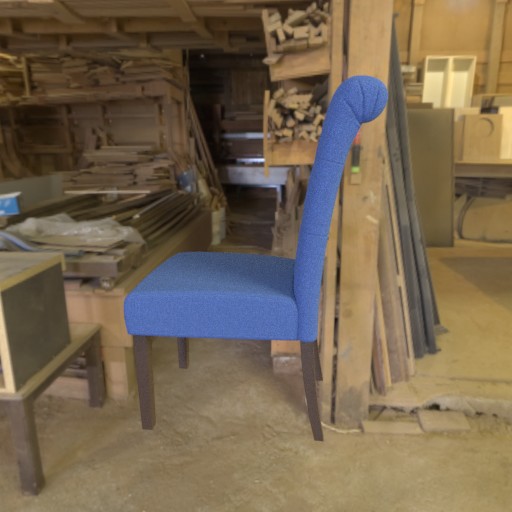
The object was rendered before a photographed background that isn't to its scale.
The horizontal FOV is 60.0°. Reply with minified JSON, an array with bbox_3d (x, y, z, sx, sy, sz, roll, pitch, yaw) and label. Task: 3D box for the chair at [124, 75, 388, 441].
[{"bbox_3d":[0.000,0.000,1.362,0.671,1.006,0.456,2,15,8],"label":"chair"}]
